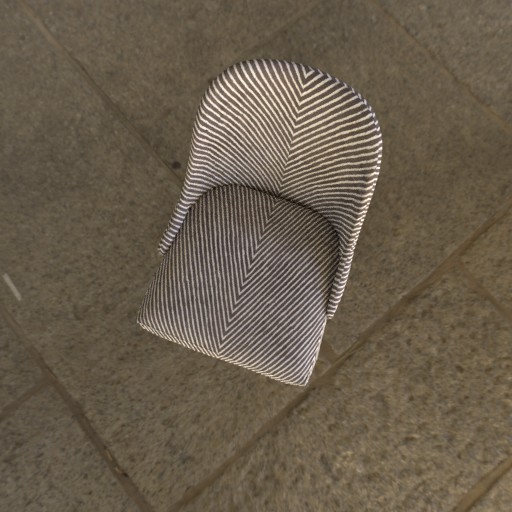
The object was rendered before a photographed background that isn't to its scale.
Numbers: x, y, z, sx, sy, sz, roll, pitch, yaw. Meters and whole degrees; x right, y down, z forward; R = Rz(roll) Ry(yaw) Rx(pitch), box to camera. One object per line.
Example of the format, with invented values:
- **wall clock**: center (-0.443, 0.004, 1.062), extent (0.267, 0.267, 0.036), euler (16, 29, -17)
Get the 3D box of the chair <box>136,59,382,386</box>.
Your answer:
- **chair**: center (0.000, 0.000, 1.226), extent (0.504, 0.883, 0.591), euler (20, 77, 5)
